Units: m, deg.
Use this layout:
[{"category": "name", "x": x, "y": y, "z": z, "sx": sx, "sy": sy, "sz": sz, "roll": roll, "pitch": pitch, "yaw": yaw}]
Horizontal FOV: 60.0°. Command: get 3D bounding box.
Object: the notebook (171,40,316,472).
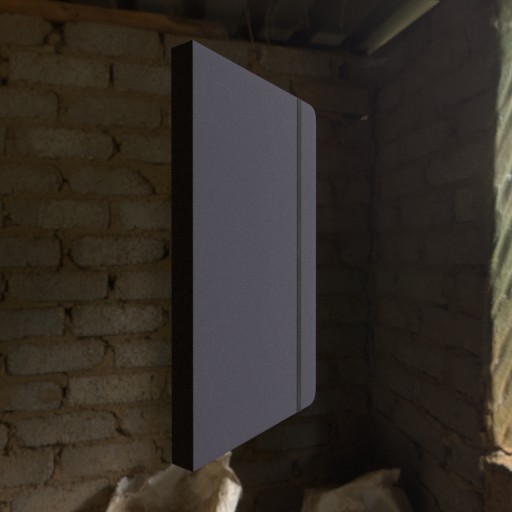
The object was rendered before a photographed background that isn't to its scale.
[{"category": "notebook", "x": 0.000, "y": 0.000, "z": 0.273, "sx": 0.016, "sy": 0.213, "sz": 0.127, "roll": 0, "pitch": 1, "yaw": 36}]
